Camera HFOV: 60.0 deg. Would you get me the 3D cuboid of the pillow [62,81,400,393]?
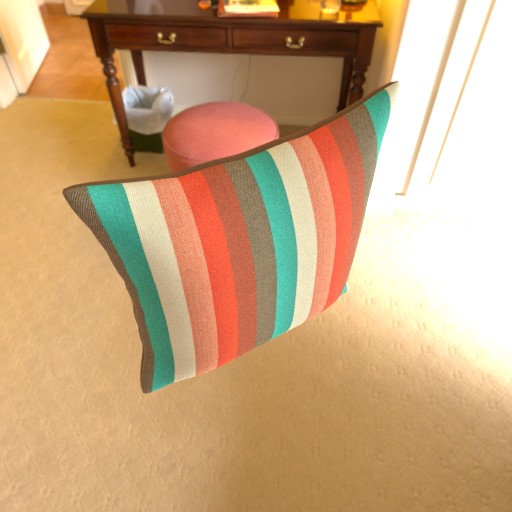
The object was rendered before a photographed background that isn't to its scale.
[{"bbox_3d":[0.000,0.000,0.680,0.453,0.443,0.168,-24,51,-21],"label":"pillow"}]
